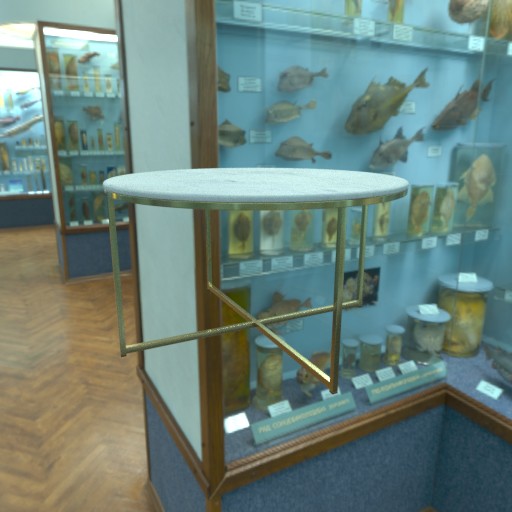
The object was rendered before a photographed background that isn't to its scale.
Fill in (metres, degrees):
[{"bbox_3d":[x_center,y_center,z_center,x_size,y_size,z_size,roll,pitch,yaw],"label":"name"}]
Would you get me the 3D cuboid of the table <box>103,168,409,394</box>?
[{"bbox_3d":[0.000,0.000,1.277,0.800,0.450,0.800,0,15,0],"label":"table"}]
